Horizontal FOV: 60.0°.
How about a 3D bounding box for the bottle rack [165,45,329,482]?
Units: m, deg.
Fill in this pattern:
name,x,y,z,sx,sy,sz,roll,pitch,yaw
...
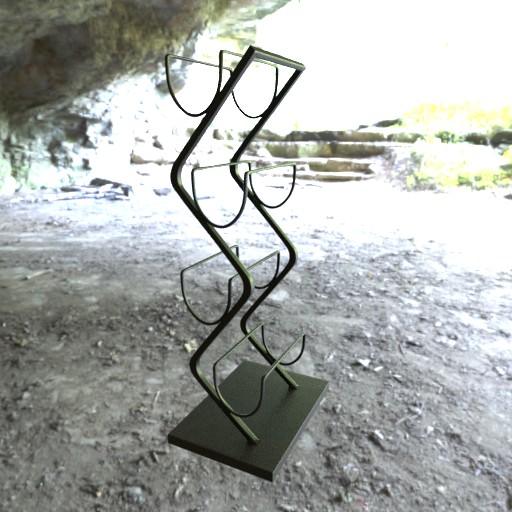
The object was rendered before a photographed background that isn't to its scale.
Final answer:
name,x,y,z,sx,sy,sz,roll,pitch,yaw
bottle rack,0.000,0.000,0.676,0.178,0.559,0.254,8,18,25
